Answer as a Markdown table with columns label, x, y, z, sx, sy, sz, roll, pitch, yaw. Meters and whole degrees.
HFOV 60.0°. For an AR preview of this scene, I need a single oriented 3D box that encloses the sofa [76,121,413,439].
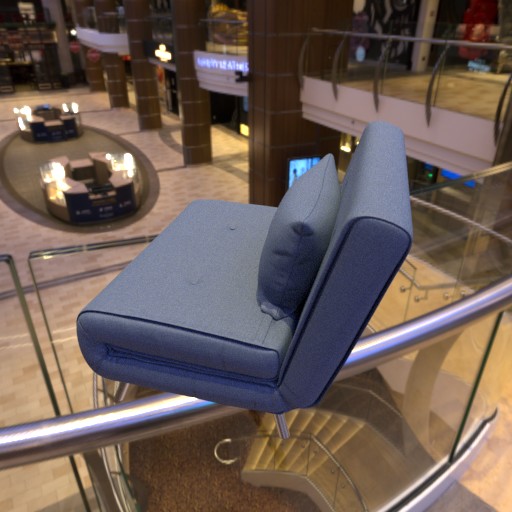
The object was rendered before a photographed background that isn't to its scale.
| label | x | y | z | sx | sy | sz | roll | pitch | yaw |
| --- | --- | --- | --- | --- | --- | --- | --- | --- | --- |
| sofa | 0.000 | 0.000 | 1.703 | 0.996 | 0.860 | 0.999 | 8 | 31 | 13 |
